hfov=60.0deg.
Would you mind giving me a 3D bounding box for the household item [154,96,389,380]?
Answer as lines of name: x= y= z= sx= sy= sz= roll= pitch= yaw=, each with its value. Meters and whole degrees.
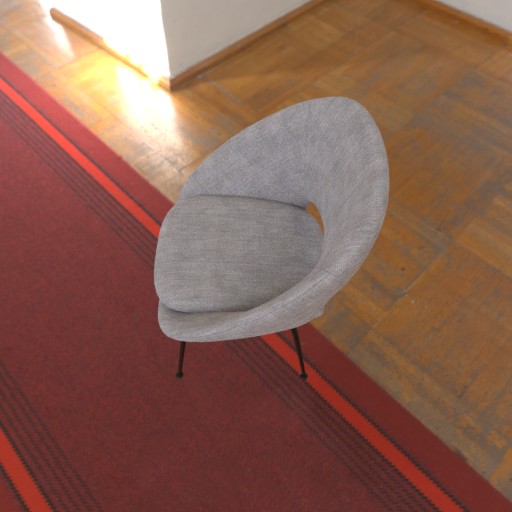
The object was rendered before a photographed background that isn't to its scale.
household item: x=0.000 y=0.000 z=1.323 sx=0.587 sy=0.869 sz=0.643 roll=0 pitch=57 yaw=0
